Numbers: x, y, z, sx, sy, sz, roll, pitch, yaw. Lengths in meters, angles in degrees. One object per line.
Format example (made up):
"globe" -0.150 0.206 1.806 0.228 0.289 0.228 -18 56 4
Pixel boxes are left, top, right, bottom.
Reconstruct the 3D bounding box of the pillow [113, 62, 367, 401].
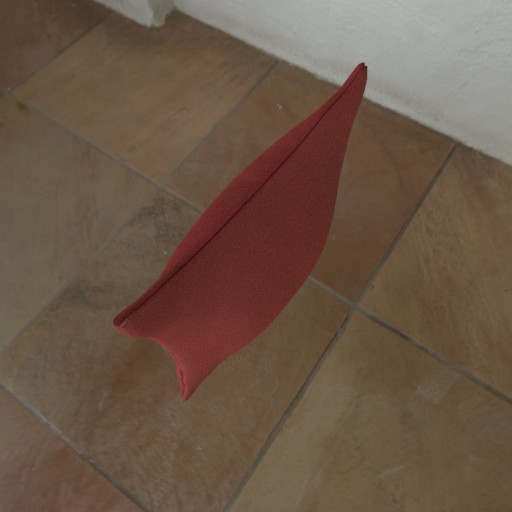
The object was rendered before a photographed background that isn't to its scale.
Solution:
"pillow" 0.000 0.000 0.661 0.151 0.416 0.435 35 69 16
